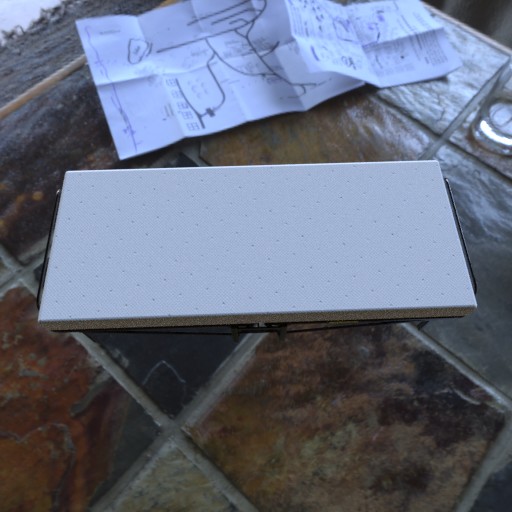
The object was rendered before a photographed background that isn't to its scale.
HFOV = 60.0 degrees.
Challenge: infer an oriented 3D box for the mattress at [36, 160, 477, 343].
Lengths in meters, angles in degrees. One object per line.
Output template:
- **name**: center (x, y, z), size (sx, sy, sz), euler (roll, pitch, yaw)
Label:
- **mattress**: center (0.000, 0.000, 2.503), size (2.153, 0.519, 0.922), euler (-2, 64, -1)
